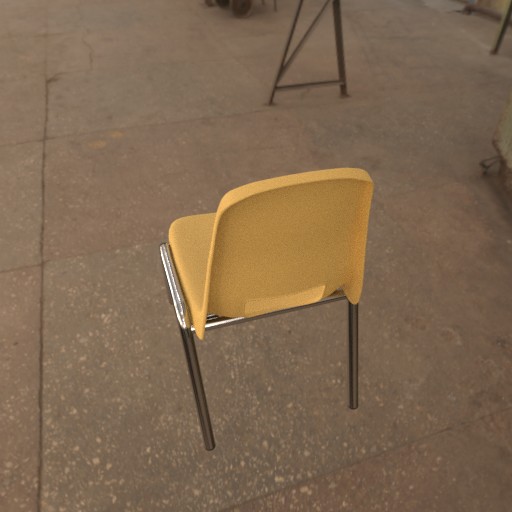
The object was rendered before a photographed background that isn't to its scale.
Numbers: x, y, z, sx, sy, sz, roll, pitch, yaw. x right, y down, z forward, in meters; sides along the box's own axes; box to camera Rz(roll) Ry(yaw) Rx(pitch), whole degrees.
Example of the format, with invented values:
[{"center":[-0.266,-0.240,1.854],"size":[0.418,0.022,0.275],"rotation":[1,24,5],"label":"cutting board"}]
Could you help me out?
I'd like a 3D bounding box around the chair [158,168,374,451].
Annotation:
[{"center":[0.000,0.000,0.851],"size":[0.354,0.586,0.423],"rotation":[-11,43,-12],"label":"chair"}]
